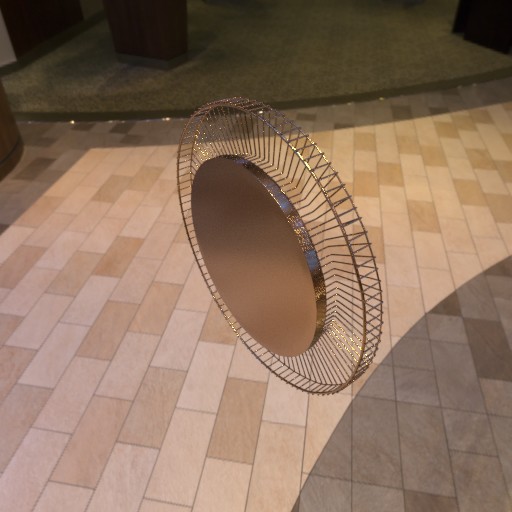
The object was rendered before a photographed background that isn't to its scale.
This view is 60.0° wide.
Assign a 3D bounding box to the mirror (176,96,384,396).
[{"bbox_3d":[0.000,0.000,1.037,0.067,0.703,0.703,-25,46,-27],"label":"mirror"}]
